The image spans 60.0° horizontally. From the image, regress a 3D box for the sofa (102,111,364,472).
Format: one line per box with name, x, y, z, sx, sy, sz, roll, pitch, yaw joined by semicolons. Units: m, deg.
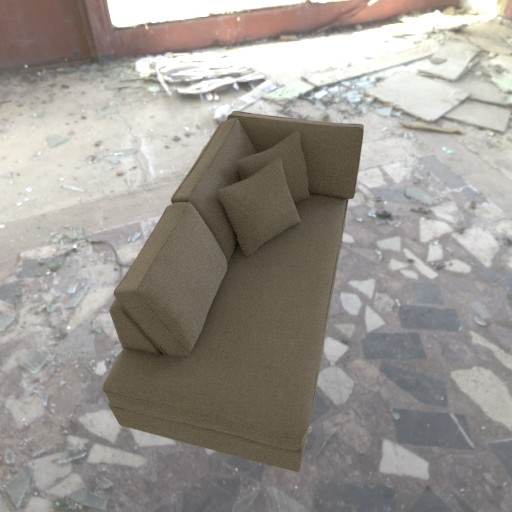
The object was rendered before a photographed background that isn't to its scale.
sofa;0.000;0.000;2.880;1.110;1.019;2.238;10;46;10
